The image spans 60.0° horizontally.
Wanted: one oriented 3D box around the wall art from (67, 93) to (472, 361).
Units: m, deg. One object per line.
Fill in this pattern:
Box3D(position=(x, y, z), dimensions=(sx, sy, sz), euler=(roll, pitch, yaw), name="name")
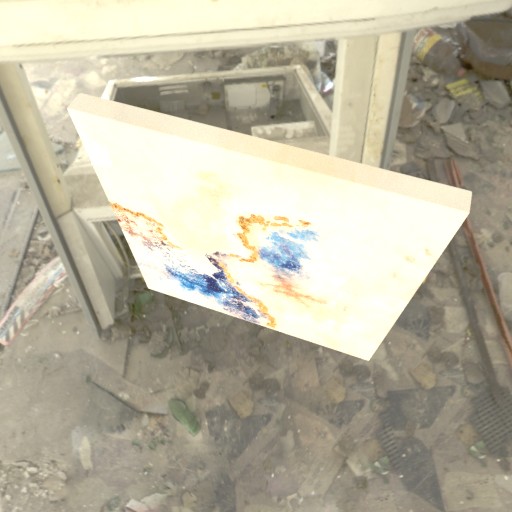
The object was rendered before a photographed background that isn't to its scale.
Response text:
Box3D(position=(0.000, 0.000, 1.574), dimensions=(1.061, 1.061, 0.071), euler=(17, 60, 10), name="wall art")
